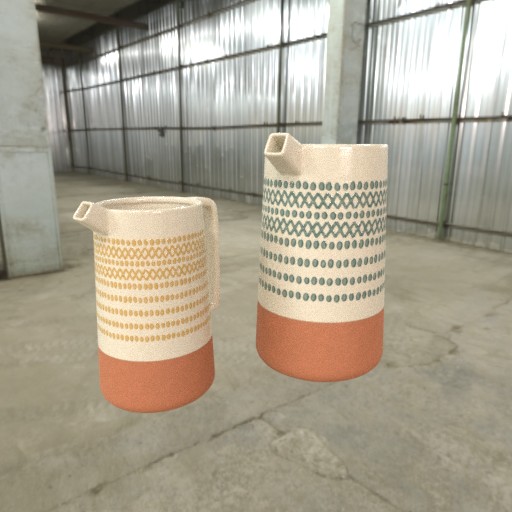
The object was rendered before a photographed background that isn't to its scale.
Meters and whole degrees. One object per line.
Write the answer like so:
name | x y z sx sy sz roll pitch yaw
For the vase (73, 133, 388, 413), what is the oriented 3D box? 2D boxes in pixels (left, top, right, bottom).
vase | 0.000 0.000 0.465 0.326 0.247 0.168 -3 15 -10
